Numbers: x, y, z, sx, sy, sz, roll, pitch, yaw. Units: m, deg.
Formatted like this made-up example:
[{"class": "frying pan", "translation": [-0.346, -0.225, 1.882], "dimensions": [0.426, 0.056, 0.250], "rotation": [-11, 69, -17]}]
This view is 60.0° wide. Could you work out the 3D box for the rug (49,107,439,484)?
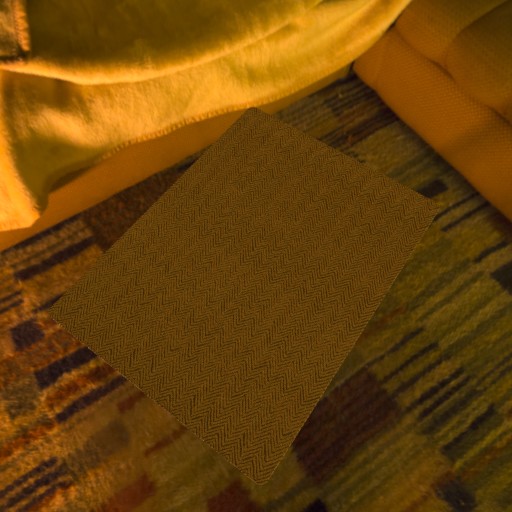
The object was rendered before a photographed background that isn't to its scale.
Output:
[{"class": "rug", "translation": [0.000, 0.000, 4.331], "dimensions": [2.439, 0.014, 3.207], "rotation": [33, 67, 16]}]
